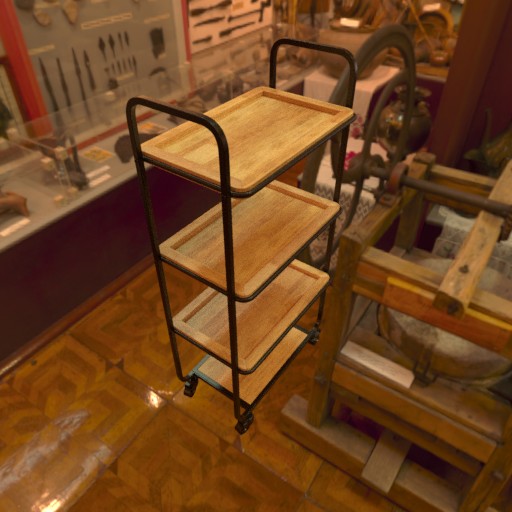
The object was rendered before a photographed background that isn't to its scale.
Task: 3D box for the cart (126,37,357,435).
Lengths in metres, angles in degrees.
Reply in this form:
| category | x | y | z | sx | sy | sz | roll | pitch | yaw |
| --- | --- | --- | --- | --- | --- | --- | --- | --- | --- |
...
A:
| category | x | y | z | sx | sy | sz | roll | pitch | yaw |
| --- | --- | --- | --- | --- | --- | --- | --- | --- | --- |
| cart | 0.000 | 0.000 | 1.321 | 0.321 | 1.080 | 0.545 | 25 | 46 | 27 |
